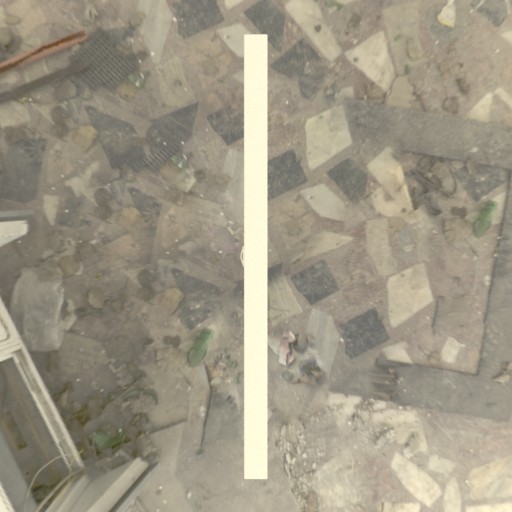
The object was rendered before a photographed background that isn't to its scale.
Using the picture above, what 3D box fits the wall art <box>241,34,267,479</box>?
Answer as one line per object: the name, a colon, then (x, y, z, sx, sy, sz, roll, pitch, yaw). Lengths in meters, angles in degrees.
wall art: (0.000, 0.000, 1.138, 0.050, 0.762, 0.761, 0, 90, 1)
